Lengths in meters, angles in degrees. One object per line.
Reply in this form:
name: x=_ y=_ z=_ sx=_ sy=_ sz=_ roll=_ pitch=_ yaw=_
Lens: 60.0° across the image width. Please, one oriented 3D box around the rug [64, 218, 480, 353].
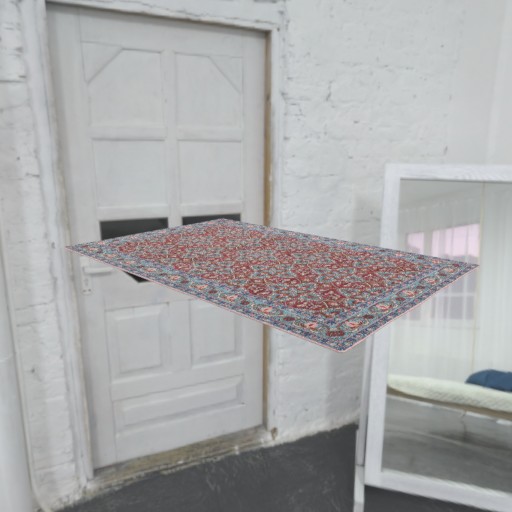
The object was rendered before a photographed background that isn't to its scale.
rug: x=0.000 y=0.000 z=2.313 sx=1.829 sy=0.009 sz=1.219 roll=14 pitch=20 yaw=41
